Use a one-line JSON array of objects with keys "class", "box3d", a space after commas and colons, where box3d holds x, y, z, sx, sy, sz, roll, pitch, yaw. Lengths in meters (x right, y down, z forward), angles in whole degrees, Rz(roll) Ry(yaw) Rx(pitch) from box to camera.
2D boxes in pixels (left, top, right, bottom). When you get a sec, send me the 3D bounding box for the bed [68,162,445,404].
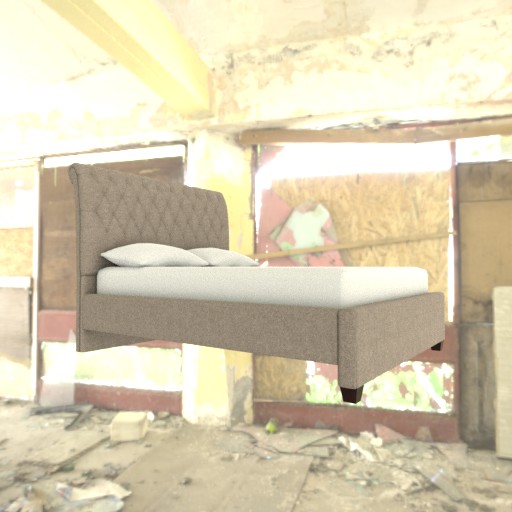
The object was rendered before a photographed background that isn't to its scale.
[{"class": "bed", "box3d": [0.000, 0.000, 3.263, 2.252, 1.371, 1.645, -1, -2, 36]}]
